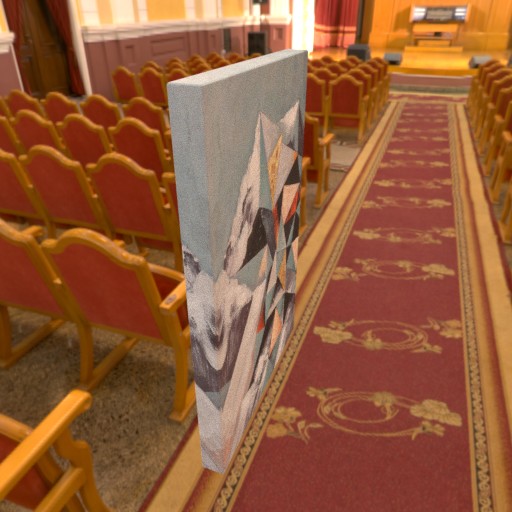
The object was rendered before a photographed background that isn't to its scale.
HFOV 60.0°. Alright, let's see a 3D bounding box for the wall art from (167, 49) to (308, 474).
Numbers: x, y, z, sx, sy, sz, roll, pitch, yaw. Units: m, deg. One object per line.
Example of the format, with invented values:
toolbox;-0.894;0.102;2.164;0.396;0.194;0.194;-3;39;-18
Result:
wall art;0.000;0.000;1.128;0.061;0.911;0.609;11;31;18
